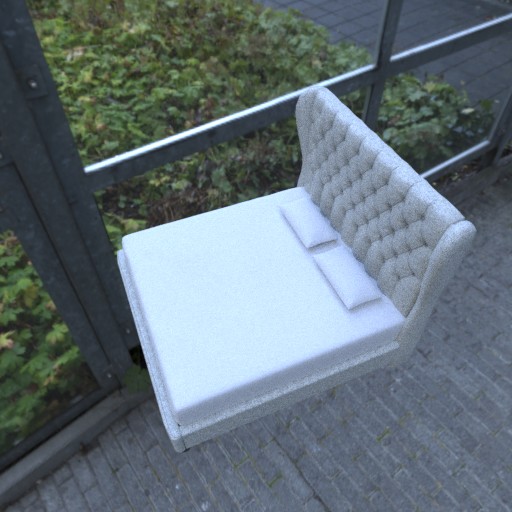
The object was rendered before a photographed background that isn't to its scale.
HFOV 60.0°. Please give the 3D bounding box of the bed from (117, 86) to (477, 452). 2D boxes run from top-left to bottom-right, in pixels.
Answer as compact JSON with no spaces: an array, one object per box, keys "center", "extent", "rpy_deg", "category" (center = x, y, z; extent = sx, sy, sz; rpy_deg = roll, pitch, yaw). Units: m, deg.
[{"center":[0.000,0.000,3.955],"extent":[2.347,1.771,2.219],"rpy_deg":[-18,51,-15],"category":"bed"}]
